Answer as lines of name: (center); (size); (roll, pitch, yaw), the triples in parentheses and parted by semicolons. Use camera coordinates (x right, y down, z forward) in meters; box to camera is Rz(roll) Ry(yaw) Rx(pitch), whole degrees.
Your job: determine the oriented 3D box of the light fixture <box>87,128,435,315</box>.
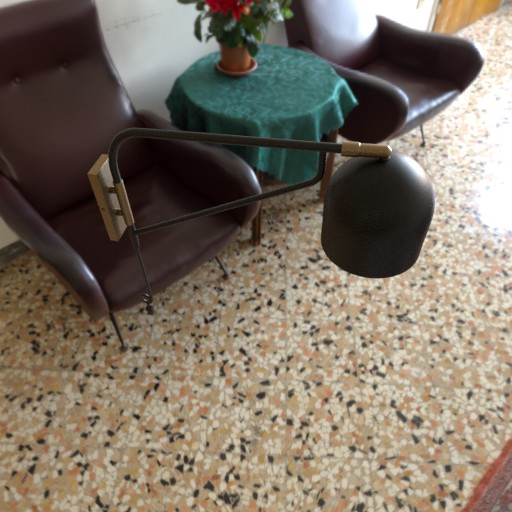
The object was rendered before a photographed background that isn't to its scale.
light fixture: (0.000, 0.000, 1.083); (0.720, 0.696, 0.215); (9, 49, 8)
